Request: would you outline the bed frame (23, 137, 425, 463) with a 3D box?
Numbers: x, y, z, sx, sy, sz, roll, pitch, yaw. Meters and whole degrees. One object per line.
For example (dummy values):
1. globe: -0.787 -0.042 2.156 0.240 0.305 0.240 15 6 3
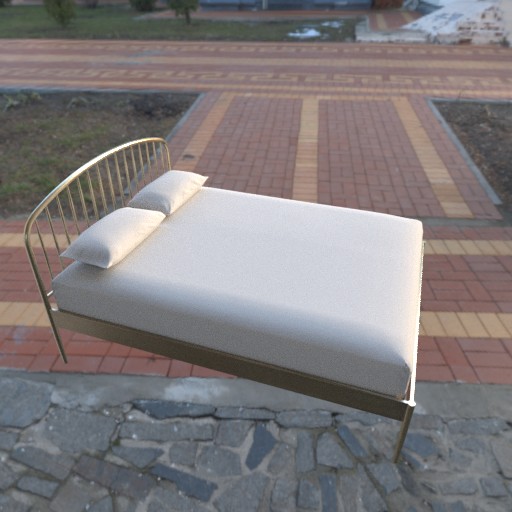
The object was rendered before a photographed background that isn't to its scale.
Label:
1. bed frame: 0.000 0.000 2.950 2.152 1.175 1.612 11 34 16
